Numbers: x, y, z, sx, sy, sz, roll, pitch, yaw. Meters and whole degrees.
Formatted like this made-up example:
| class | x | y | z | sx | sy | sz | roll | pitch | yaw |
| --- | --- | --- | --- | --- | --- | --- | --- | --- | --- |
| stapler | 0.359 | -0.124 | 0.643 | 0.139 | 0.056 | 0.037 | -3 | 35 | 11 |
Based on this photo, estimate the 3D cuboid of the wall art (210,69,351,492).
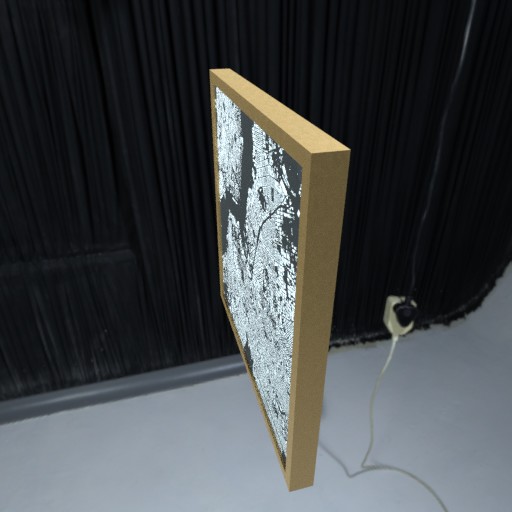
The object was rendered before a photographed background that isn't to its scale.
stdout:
| class | x | y | z | sx | sy | sz | roll | pitch | yaw |
| --- | --- | --- | --- | --- | --- | --- | --- | --- | --- |
| wall art | 0.000 | 0.000 | 1.856 | 0.095 | 1.284 | 1.284 | -8 | 32 | -13 |
